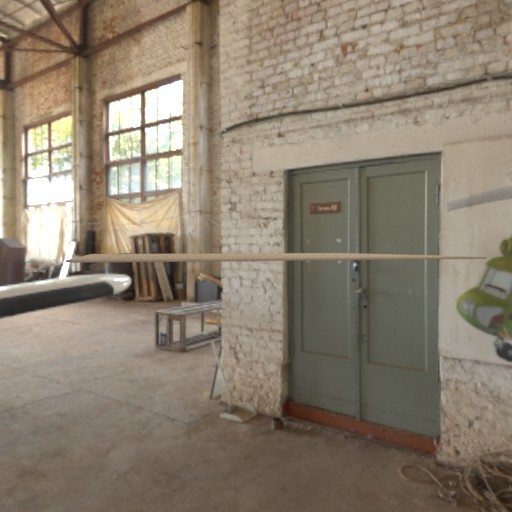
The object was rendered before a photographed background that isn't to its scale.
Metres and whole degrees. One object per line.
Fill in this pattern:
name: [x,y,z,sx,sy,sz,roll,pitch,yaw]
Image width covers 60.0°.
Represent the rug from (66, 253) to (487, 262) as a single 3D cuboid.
rug: [0.000,0.000,4.157,3.051,0.020,2.407,0,1,-17]
